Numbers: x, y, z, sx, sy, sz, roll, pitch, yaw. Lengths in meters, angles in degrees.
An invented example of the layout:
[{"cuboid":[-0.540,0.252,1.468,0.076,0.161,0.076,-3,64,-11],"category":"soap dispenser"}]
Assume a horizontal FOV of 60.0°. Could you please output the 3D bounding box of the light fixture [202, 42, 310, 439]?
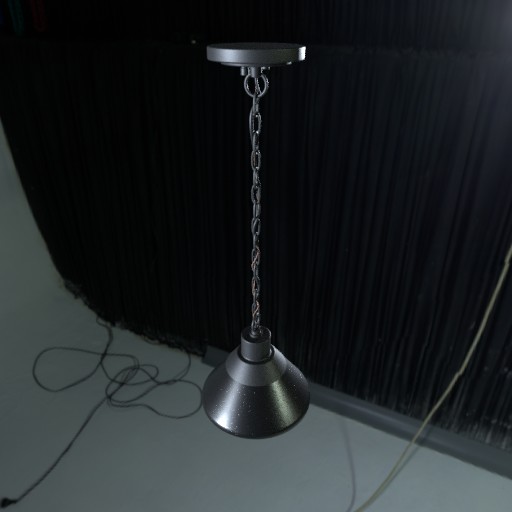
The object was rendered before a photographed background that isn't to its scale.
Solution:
[{"cuboid":[0.000,0.000,0.685,0.201,0.588,0.201,11,31,19],"category":"light fixture"}]
